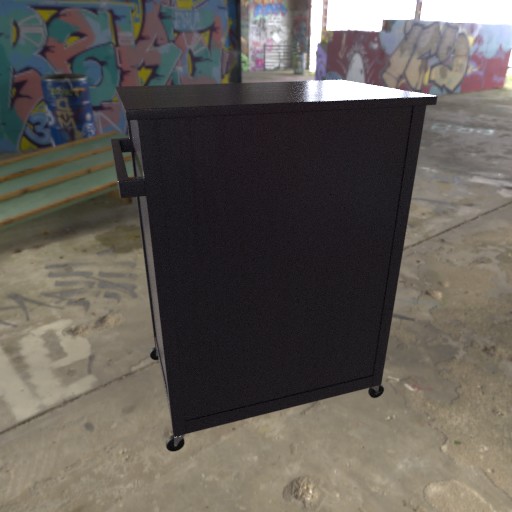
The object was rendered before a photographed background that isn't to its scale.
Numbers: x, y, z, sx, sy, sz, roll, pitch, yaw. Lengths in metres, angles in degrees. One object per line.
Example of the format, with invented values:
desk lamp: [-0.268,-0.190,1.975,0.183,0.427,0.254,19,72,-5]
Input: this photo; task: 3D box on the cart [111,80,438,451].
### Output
cart: [0.000,0.000,1.252,0.690,0.878,0.449,-8,27,-16]
